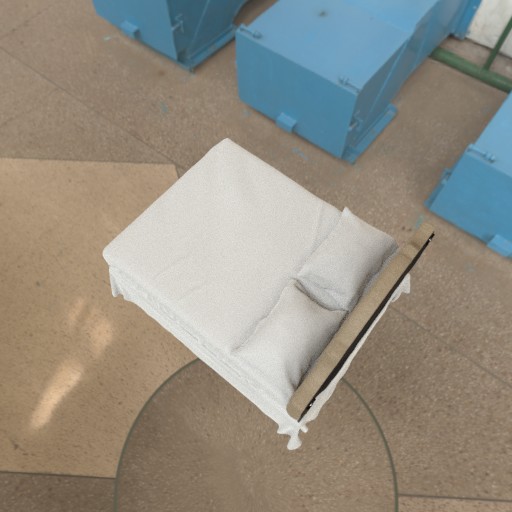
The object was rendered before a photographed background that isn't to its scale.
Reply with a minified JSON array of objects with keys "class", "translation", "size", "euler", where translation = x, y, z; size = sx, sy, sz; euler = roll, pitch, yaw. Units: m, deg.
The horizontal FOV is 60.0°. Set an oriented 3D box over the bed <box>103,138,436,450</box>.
[{"class":"bed","translation":[0.000,0.000,3.473],"size":[2.222,1.634,1.780],"euler":[36,68,17]}]
